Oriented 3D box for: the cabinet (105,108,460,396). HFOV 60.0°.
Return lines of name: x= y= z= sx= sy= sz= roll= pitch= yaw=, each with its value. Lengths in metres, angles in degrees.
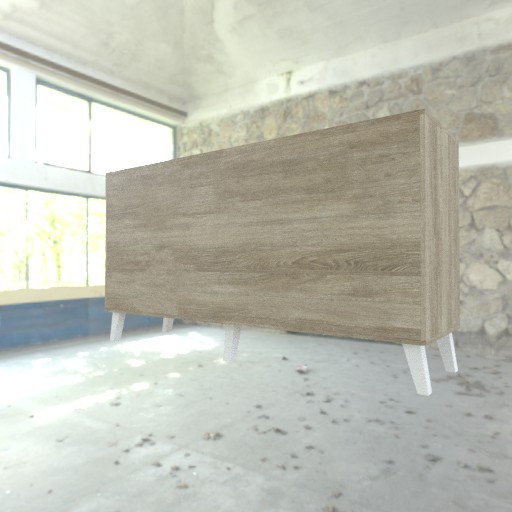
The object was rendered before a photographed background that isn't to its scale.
cabinet: x=0.000 y=0.000 z=1.987 sx=1.600 sy=0.870 sz=0.450 roll=-1 pitch=-1 yaw=37
